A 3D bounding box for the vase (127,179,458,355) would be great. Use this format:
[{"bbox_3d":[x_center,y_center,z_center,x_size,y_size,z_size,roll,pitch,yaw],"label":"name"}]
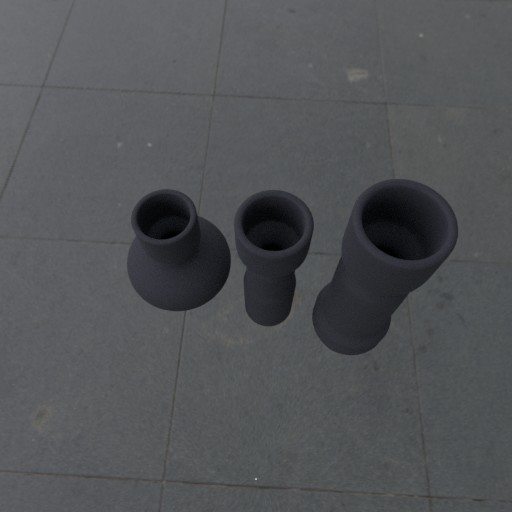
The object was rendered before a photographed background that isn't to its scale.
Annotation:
[{"bbox_3d":[0.000,0.000,0.441,0.307,0.249,0.120,16,64,8],"label":"vase"}]
